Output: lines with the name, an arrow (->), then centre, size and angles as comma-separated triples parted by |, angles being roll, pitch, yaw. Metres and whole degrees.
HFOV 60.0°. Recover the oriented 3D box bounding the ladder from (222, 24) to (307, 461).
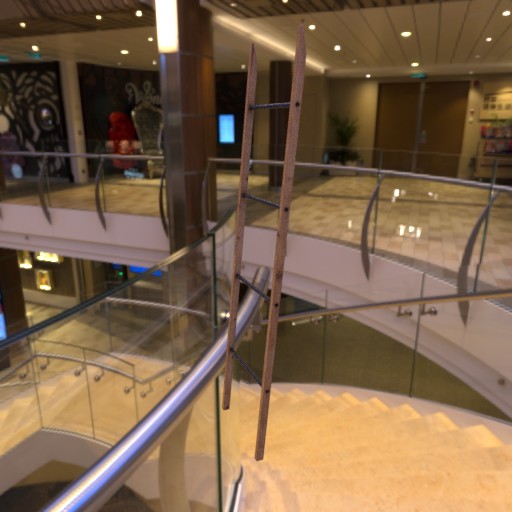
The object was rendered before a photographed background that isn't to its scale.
ladder -> 0.000, 0.000, 1.981 | 0.200, 1.805, 0.442 | -8, 18, -24
